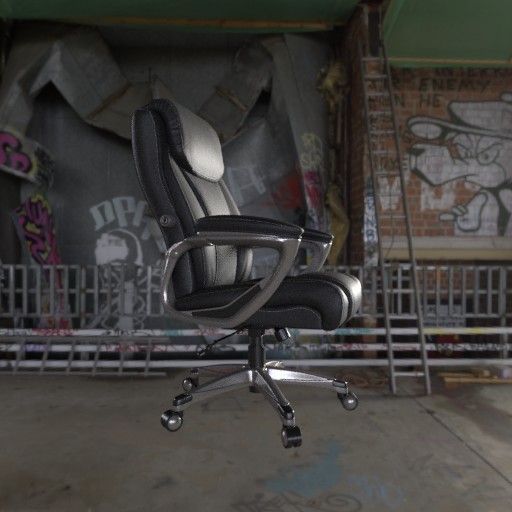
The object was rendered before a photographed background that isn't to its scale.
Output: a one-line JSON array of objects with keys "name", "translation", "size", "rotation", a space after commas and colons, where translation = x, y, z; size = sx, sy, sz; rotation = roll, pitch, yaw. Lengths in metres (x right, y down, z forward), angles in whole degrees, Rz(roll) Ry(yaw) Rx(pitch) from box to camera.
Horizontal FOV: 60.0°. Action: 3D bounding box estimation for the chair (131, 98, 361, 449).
[{"name": "chair", "translation": [0.000, 0.000, 1.706], "size": [0.784, 1.167, 0.741], "rotation": [0, 1, 18]}]
